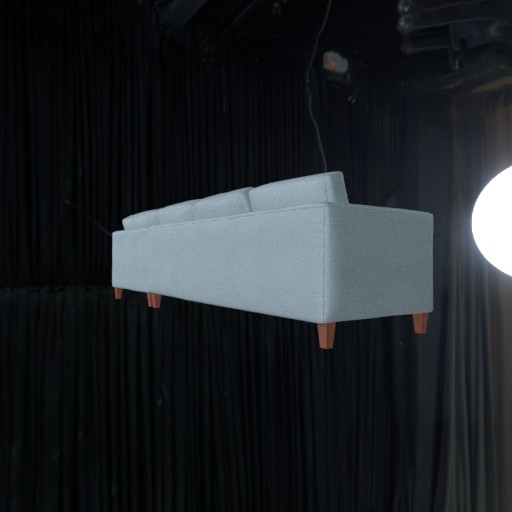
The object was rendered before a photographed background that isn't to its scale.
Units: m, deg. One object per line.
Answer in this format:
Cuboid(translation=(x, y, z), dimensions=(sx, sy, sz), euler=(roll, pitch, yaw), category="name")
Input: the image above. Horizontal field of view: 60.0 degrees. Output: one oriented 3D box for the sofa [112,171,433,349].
Cuboid(translation=(0.000, 0.000, 4.047), dimensions=(1.604, 0.950, 3.471), euler=(0, 0, -35), category="sofa")
